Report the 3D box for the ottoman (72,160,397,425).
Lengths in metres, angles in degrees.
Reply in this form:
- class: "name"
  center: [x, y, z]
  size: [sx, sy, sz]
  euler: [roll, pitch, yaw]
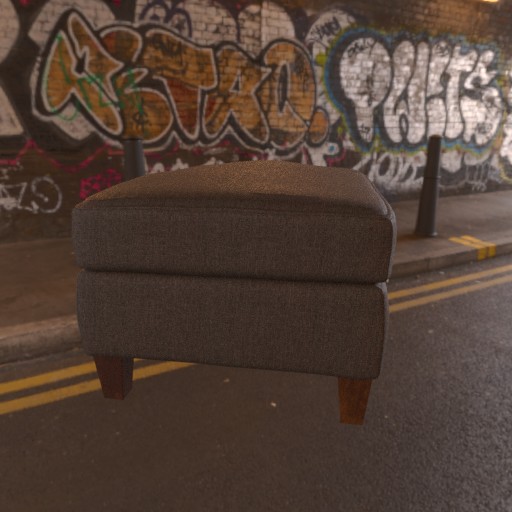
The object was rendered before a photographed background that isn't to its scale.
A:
- class: "ottoman"
  center: [0.000, 0.000, 1.227]
  size: [0.639, 0.496, 0.826]
  euler: [3, 16, 9]
